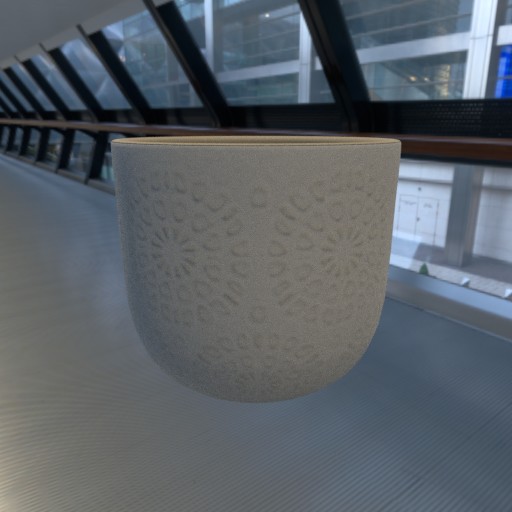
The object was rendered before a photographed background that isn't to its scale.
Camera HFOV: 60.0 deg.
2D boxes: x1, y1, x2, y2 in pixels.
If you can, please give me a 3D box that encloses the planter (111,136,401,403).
[{"bbox_3d":[0.000,0.000,0.213,0.124,0.109,0.124,0,16,0],"label":"planter"}]
